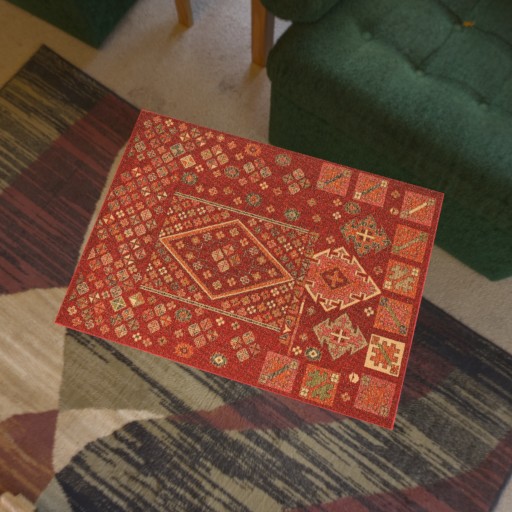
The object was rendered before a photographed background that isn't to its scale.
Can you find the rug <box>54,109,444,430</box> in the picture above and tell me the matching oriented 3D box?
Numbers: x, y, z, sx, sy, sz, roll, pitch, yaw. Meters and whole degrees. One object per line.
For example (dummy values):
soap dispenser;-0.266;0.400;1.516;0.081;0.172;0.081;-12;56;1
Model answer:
rug;0.000;0.000;4.390;3.306;0.011;2.389;17;77;4
